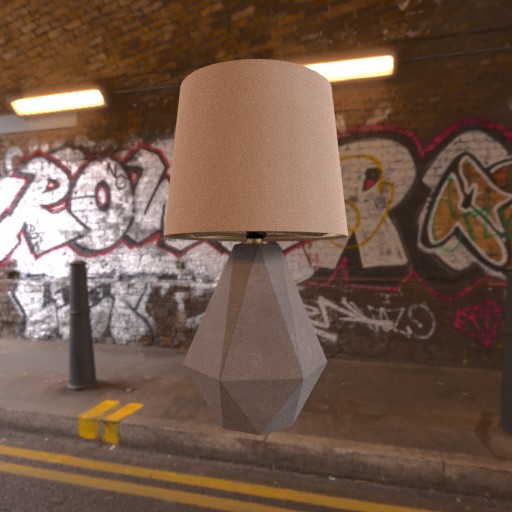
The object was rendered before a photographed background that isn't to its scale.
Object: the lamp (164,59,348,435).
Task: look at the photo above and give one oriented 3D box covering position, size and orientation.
[{"bbox_3d":[0.000,0.000,0.677,0.276,0.501,0.276,0,-1,0],"label":"lamp"}]
